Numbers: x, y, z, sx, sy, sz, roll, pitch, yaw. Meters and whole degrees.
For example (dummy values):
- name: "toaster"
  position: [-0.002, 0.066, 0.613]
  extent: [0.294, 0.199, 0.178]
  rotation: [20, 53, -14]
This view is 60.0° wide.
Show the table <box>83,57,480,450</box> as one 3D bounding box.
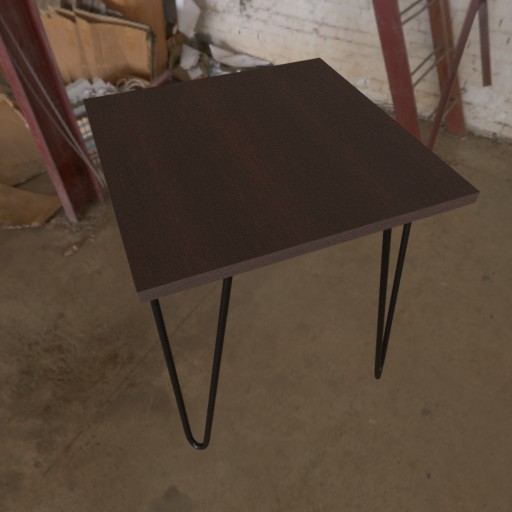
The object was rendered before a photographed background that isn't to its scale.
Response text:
- name: "table"
  position: [0.000, 0.000, 0.933]
  extent: [0.495, 0.559, 0.495]
  rotation: [-16, 49, -15]
